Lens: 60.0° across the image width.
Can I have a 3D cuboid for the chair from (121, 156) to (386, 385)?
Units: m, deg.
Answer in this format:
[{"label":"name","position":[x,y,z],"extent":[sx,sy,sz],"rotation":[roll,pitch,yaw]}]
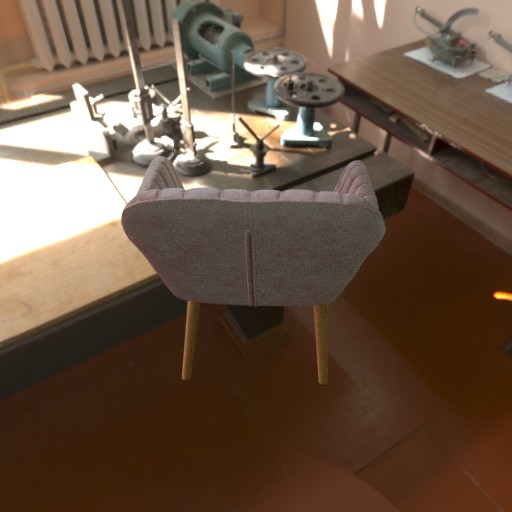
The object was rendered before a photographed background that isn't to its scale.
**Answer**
[{"label":"chair","position":[0.000,0.000,1.262],"extent":[0.610,0.832,0.570],"rotation":[2,45,2]}]
